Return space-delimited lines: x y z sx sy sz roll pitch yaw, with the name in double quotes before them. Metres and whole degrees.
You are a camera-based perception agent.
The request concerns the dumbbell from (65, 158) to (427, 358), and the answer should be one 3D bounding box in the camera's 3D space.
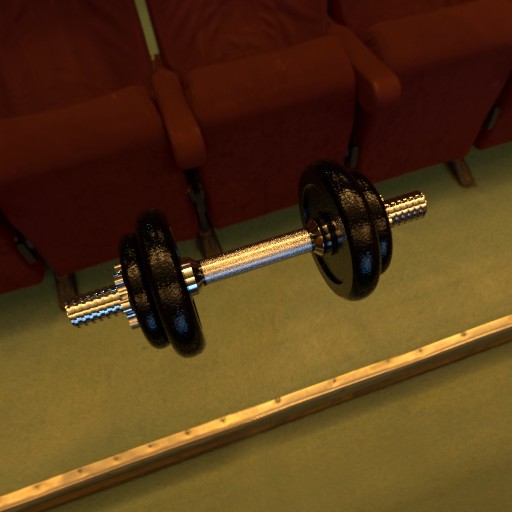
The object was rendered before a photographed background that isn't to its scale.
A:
"dumbbell" 0.000 0.000 0.598 0.497 0.202 0.202 -17 66 -8
